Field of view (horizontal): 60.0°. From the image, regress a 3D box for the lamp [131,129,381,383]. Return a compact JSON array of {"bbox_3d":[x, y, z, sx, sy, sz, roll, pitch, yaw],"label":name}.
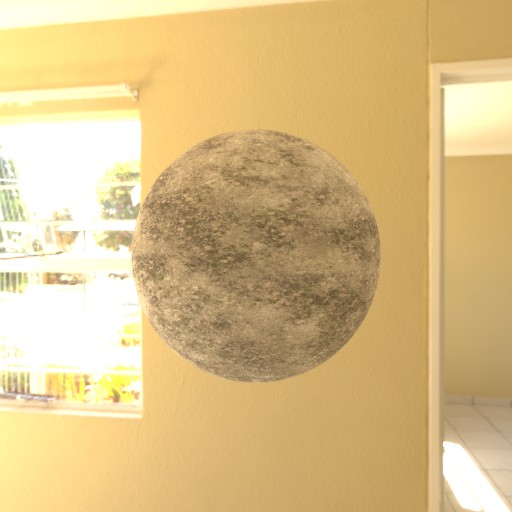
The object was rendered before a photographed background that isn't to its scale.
[{"bbox_3d":[0.000,0.000,0.778,0.422,0.429,0.422,0,0,0],"label":"lamp"}]
